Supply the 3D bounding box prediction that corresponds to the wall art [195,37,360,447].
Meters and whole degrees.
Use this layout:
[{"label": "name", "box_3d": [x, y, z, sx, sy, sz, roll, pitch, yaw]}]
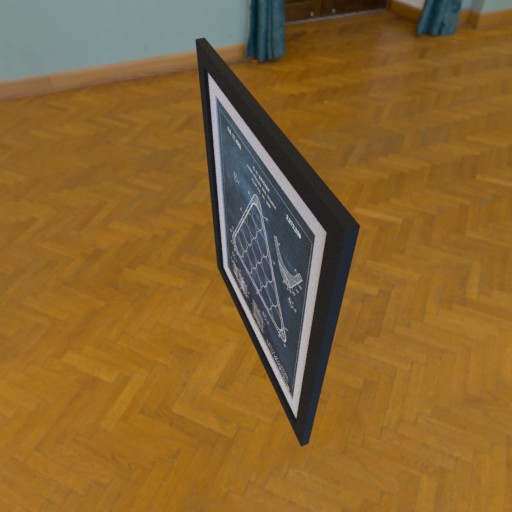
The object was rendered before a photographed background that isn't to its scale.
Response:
[{"label": "wall art", "box_3d": [0.000, 0.000, 0.500, 0.010, 0.361, 0.311, -17, 49, -15]}]
